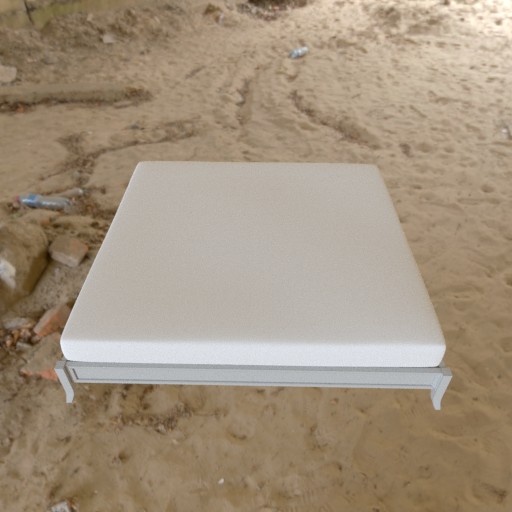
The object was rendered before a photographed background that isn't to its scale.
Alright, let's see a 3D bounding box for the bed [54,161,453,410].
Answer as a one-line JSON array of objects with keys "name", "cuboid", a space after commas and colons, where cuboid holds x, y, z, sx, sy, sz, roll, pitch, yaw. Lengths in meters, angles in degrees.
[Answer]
[{"name": "bed", "cuboid": [0.000, 0.000, 3.089, 2.108, 0.510, 2.007, 1, 41, 1]}]
